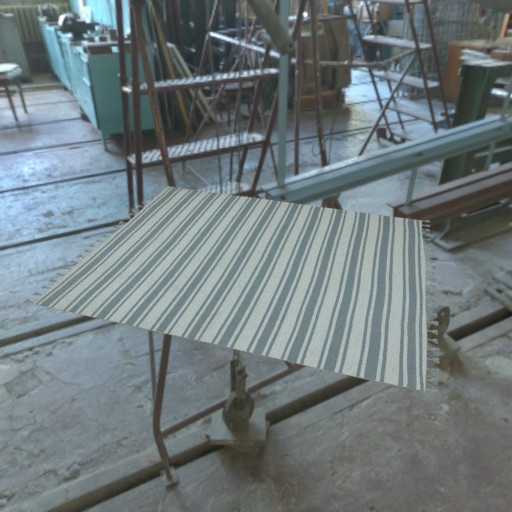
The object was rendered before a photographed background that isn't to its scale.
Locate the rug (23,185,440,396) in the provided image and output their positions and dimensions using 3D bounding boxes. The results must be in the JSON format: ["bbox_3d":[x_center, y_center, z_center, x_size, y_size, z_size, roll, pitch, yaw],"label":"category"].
[{"bbox_3d":[0.000,0.000,4.150,3.201,0.005,2.439,10,34,14],"label":"rug"}]
